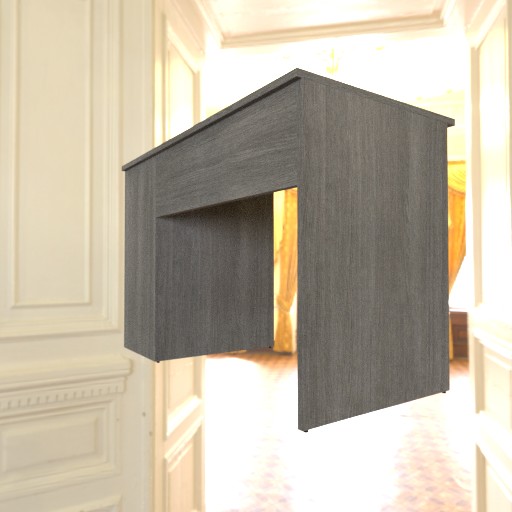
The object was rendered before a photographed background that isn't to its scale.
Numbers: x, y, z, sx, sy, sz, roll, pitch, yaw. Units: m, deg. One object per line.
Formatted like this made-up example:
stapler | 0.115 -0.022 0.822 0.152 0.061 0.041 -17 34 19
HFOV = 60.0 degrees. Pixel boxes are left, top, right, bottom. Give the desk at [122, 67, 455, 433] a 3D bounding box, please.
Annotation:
desk | 0.000 0.000 1.491 0.560 0.735 1.097 1 -1 -35
